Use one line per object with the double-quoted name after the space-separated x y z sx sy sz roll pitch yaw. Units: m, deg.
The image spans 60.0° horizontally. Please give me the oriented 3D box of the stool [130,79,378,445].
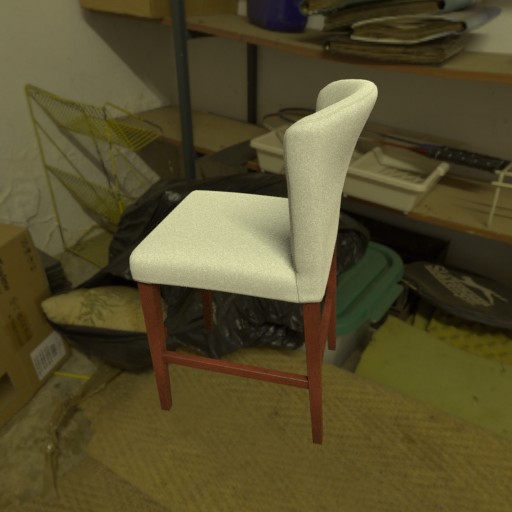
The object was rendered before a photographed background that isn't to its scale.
0.000 0.000 1.299 0.568 0.968 0.479 7 31 12 "stool"
